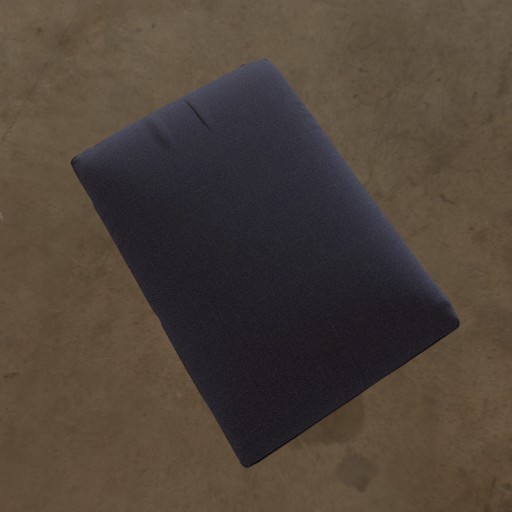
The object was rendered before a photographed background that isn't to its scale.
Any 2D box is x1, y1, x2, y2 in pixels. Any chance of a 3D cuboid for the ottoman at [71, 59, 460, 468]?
[{"bbox_3d":[0.000,0.000,1.100,0.558,0.486,0.767,-31,78,-7],"label":"ottoman"}]
